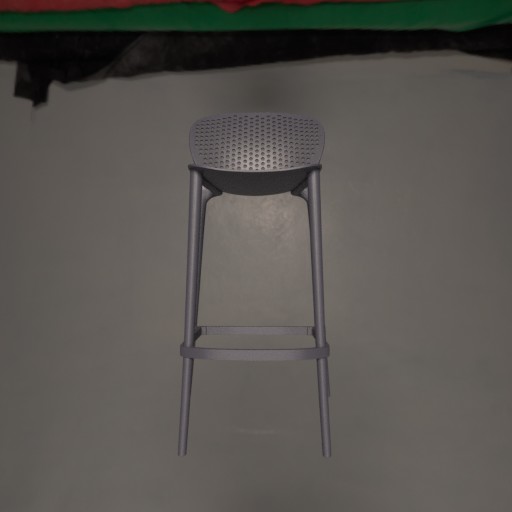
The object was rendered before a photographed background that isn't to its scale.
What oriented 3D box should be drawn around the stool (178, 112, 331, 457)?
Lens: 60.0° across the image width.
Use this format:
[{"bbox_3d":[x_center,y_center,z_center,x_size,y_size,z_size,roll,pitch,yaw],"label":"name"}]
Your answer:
[{"bbox_3d":[0.000,0.000,1.397,0.536,1.045,0.535,0,2,1],"label":"stool"}]
